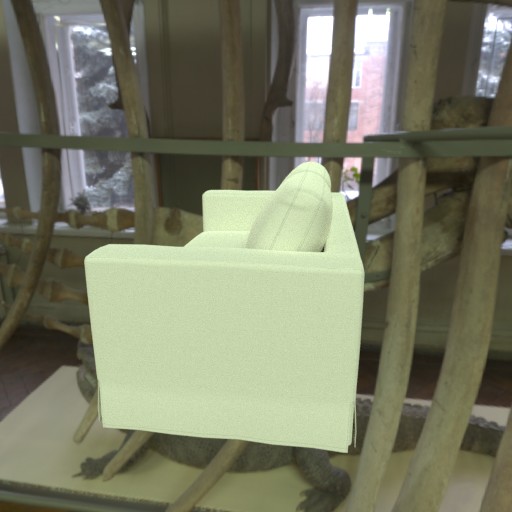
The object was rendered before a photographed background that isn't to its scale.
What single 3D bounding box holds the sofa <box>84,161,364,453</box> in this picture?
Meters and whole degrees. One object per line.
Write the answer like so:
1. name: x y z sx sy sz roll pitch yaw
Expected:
1. sofa: 0.000 0.000 2.409 1.009 0.932 1.813 2 16 8
